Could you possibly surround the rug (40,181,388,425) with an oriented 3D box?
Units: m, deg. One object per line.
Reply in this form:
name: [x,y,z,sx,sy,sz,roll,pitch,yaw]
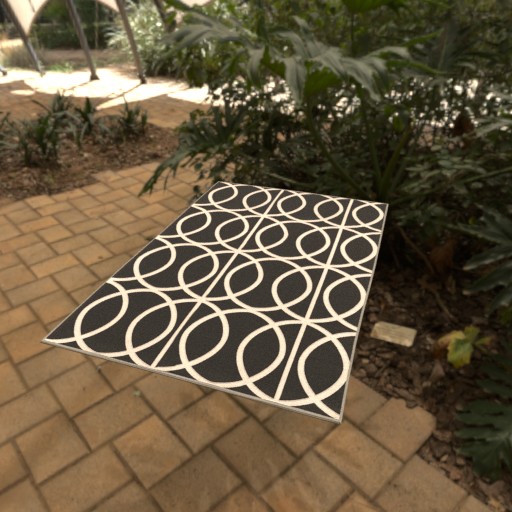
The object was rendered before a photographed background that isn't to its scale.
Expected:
rug: [0.000,0.000,2.943,1.528,0.014,2.294,10,33,16]
